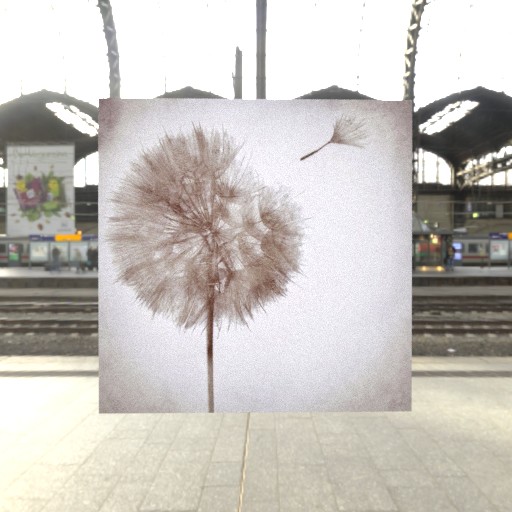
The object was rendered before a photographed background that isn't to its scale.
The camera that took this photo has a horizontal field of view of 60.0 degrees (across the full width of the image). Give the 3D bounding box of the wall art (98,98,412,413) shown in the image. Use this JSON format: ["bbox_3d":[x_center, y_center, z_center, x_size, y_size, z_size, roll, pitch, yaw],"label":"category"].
[{"bbox_3d":[0.000,0.000,0.442,0.303,0.303,0.028,0,0,-1],"label":"wall art"}]
